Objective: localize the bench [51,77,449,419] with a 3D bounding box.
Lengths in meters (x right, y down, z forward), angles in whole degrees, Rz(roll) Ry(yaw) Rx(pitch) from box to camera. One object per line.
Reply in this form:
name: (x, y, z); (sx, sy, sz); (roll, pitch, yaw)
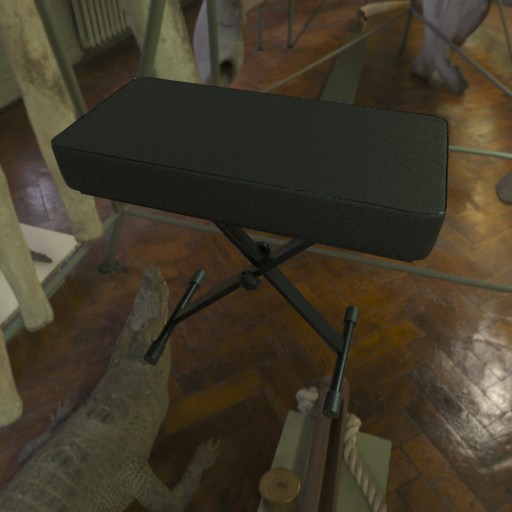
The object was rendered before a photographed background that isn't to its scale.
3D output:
bench: (0.000, 0.000, 0.913); (0.600, 0.561, 0.300); (13, 45, 13)
